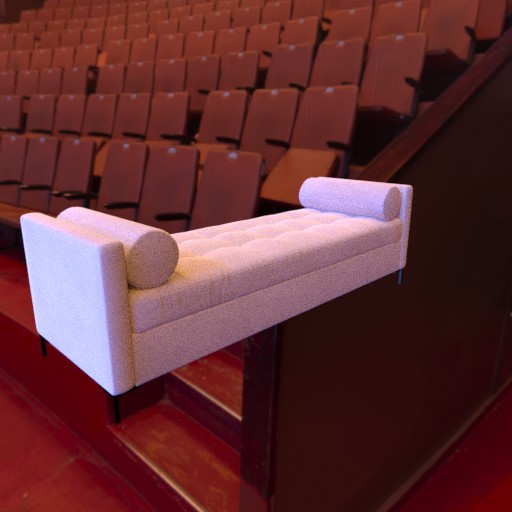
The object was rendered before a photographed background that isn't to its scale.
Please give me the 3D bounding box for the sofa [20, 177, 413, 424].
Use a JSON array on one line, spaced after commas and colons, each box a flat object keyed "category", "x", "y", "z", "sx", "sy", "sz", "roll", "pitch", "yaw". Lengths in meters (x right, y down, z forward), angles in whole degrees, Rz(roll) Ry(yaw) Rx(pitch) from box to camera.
[{"category": "sofa", "x": 0.000, "y": 0.000, "z": 2.280, "sx": 1.981, "sy": 0.635, "sz": 0.686, "roll": -16, "pitch": 22, "yaw": -43}]
